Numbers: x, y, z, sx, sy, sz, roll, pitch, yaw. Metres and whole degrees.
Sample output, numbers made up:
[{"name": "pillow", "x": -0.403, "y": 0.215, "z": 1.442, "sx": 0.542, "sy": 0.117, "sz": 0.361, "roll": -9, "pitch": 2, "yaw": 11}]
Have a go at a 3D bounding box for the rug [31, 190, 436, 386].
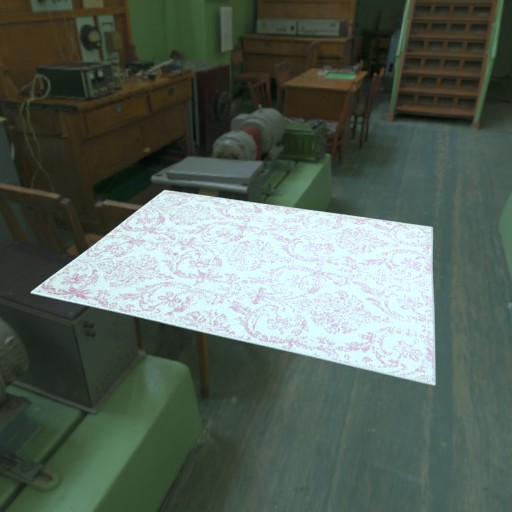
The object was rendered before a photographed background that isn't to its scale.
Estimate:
[{"name": "rug", "x": 0.000, "y": 0.000, "z": 2.898, "sx": 2.202, "sy": 0.014, "sz": 1.598, "roll": 10, "pitch": 32, "yaw": 16}]
